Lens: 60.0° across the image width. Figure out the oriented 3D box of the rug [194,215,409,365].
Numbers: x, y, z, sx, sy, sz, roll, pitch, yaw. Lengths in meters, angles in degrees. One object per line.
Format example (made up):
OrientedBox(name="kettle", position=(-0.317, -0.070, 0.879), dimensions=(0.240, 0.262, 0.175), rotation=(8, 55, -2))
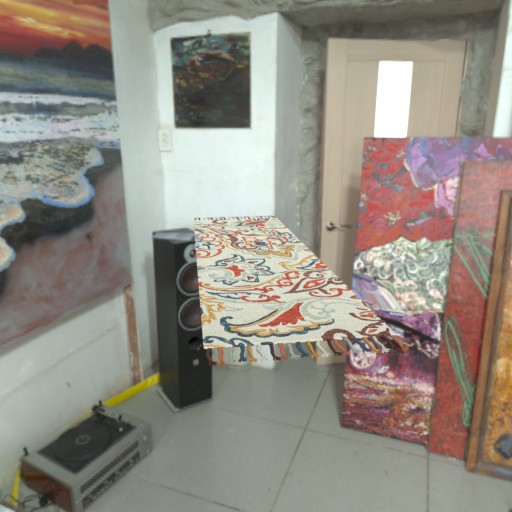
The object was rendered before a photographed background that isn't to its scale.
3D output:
OrientedBox(name="rug", position=(0.000, 0.000, 2.869), dimensions=(0.763, 0.015, 2.682), rotation=(-2, 16, -8))
